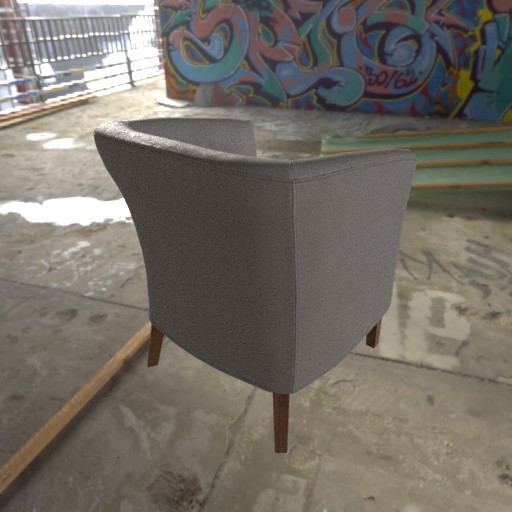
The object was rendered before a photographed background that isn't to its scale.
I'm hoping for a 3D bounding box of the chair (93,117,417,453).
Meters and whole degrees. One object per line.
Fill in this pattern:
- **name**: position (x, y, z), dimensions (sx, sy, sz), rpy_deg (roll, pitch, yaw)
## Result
- **chair**: position (0.000, 0.000, 1.232), dimensions (0.600, 0.771, 0.668), rpy_deg (21, 36, 32)
